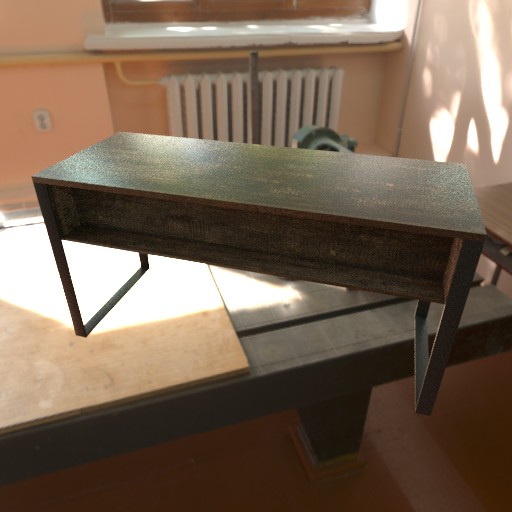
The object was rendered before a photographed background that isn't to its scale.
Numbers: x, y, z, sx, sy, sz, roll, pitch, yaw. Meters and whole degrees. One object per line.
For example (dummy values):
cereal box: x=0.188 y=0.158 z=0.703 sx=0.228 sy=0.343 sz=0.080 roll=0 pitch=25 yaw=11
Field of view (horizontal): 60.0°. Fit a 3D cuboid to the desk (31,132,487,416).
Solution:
desk: x=0.000 y=0.000 z=1.865 sx=1.524 sy=0.762 sz=0.599 roll=9 pitch=33 yaw=14
